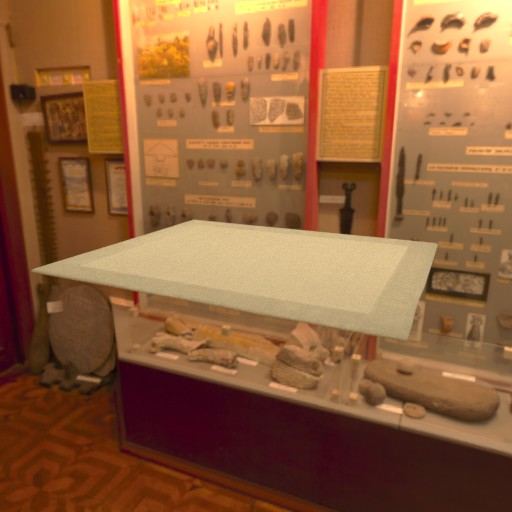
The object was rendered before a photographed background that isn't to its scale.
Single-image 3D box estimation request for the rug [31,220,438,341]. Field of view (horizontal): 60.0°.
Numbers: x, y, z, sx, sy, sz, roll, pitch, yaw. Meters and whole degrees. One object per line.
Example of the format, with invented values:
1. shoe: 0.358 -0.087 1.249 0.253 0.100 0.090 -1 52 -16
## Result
1. rug: 0.000 0.000 4.095 2.976 0.018 2.430 7 17 24
